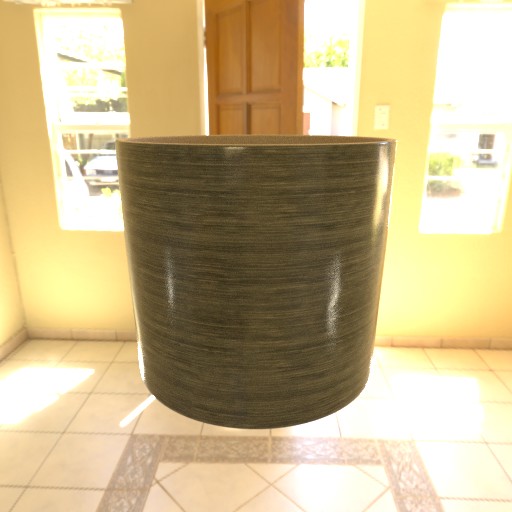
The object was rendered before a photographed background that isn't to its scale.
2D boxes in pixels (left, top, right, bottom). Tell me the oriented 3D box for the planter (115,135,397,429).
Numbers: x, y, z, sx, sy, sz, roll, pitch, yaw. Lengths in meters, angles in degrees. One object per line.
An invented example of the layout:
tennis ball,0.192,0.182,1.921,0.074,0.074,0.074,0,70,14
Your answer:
planter,0.000,0.000,0.392,0.221,0.201,0.221,0,17,0
